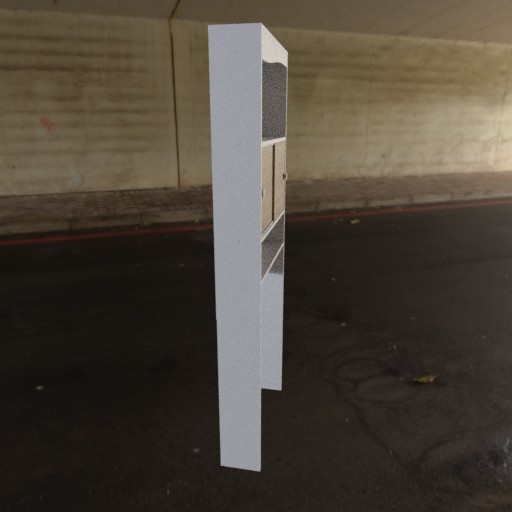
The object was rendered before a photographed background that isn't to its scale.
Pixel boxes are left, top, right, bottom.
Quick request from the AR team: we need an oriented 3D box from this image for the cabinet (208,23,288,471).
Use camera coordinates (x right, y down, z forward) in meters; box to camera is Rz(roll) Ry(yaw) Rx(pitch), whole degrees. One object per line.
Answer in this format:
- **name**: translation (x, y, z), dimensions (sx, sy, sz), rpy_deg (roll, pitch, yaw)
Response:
- **cabinet**: translation (0.000, 0.000, 2.001), dimensions (0.192, 1.770, 0.643), rpy_deg (3, 17, 11)
